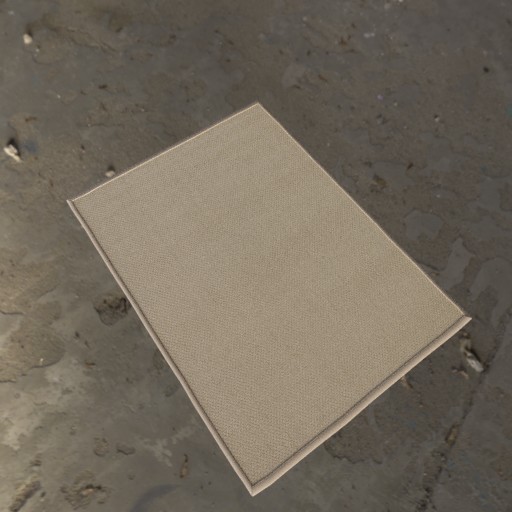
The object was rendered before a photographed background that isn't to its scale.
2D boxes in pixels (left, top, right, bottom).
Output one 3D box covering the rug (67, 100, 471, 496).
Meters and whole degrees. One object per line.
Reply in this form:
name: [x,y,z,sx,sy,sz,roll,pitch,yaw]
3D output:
rug: [0.000,0.000,2.674,1.525,0.020,2.081,-33,68,-15]
